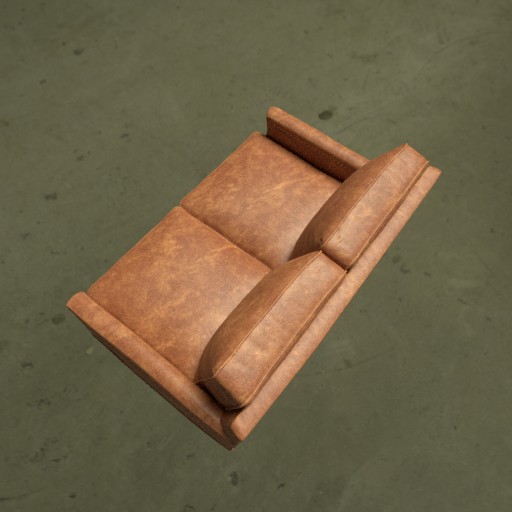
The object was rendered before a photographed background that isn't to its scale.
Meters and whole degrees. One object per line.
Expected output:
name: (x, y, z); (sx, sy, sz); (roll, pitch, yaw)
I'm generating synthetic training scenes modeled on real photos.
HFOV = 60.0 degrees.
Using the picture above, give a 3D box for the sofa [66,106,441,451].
sofa: (0.000, 0.000, 2.265); (1.084, 1.003, 1.597); (35, 67, 17)
